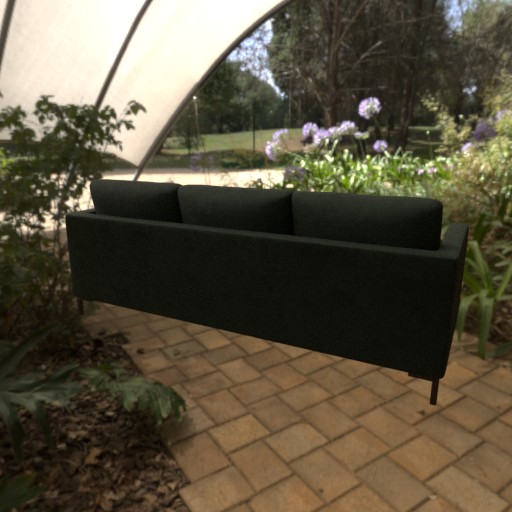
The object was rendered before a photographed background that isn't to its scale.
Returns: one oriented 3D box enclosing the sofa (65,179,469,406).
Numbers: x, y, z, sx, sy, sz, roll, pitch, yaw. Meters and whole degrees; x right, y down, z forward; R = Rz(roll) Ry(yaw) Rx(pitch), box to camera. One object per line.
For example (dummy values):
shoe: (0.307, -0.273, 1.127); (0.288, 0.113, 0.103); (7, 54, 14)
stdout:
sofa: (0.000, 0.000, 2.631); (2.218, 0.870, 0.859); (8, 17, 27)
